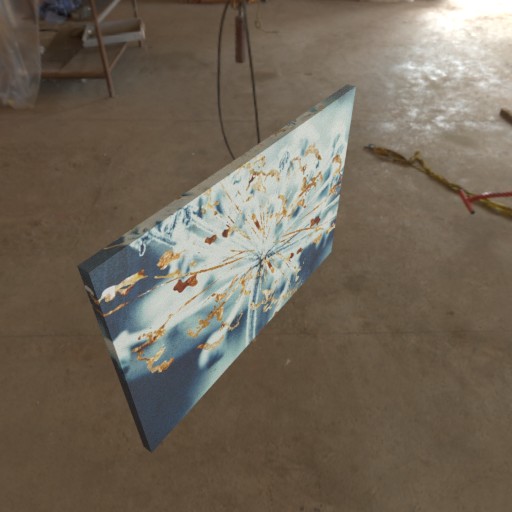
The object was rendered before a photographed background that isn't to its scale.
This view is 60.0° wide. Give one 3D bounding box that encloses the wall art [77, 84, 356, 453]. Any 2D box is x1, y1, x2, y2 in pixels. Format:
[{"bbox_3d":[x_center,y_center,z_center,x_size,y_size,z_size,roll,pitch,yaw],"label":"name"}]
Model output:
[{"bbox_3d":[0.000,0.000,1.445,0.035,0.759,1.138,25,48,26],"label":"wall art"}]
